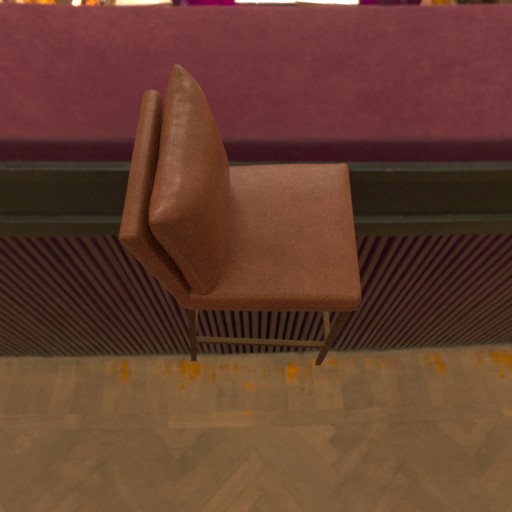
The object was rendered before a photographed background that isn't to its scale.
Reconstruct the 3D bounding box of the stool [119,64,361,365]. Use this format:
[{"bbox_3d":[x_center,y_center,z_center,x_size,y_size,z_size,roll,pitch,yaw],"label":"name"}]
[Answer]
[{"bbox_3d":[0.000,0.000,1.442,0.571,1.124,0.463,1,63,0],"label":"stool"}]
